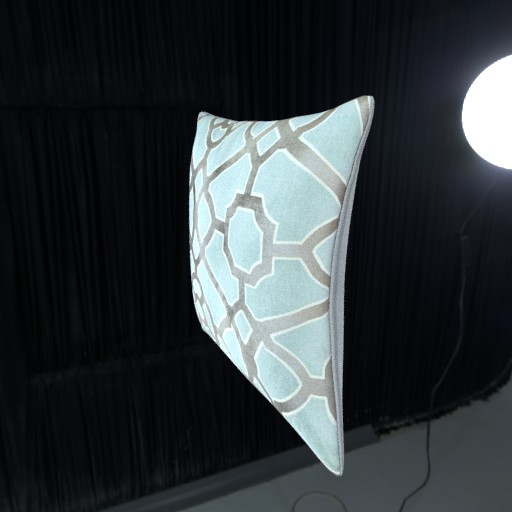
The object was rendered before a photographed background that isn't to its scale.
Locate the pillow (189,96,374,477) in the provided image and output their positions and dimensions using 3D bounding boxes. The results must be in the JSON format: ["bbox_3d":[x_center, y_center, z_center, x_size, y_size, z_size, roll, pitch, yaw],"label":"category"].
[{"bbox_3d":[0.000,0.000,0.791,0.166,0.508,0.552,-8,18,-25],"label":"pillow"}]
